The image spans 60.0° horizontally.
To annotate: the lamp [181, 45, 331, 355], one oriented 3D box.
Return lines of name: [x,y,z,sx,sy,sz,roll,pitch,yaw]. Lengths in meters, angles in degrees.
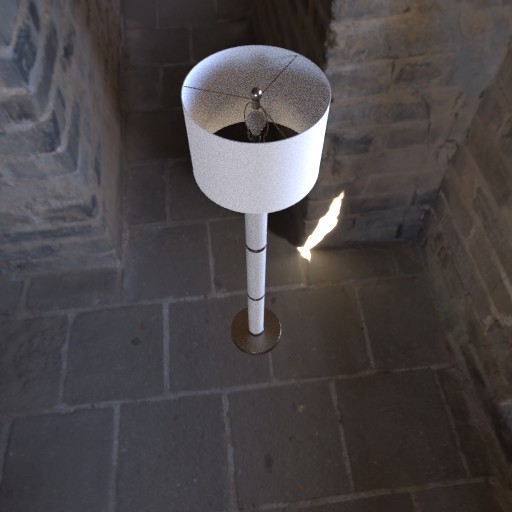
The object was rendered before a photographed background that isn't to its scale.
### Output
lamp: [0.000,0.000,1.786,0.377,1.599,0.377,32,64,18]
